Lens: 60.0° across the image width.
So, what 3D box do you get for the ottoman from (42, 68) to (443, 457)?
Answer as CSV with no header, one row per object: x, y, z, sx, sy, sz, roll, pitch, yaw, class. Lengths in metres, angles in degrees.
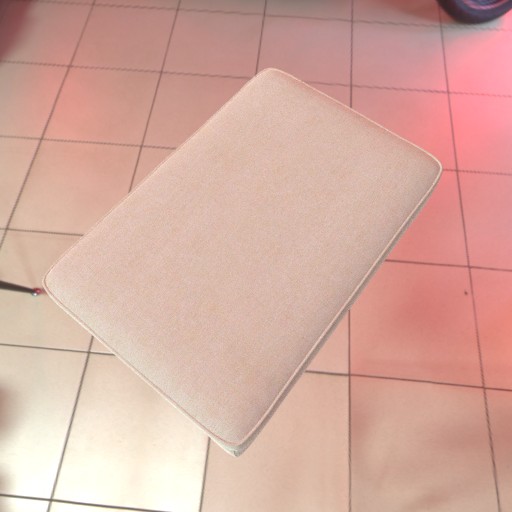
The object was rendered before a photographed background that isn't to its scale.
0.000,0.000,1.221,0.583,0.484,0.862,35,69,16,ottoman
